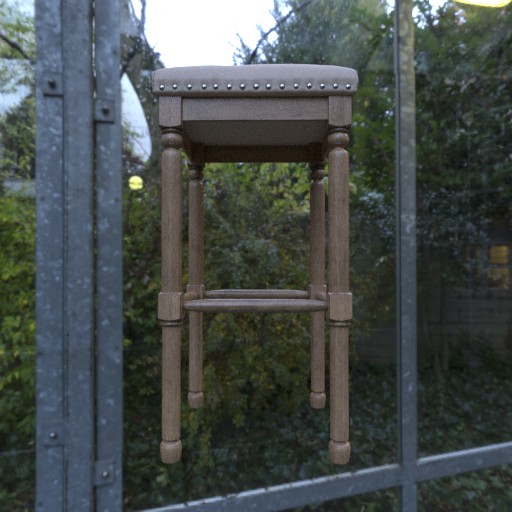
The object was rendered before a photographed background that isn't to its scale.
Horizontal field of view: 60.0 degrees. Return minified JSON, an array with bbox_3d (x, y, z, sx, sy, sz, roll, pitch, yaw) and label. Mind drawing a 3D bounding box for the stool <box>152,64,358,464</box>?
[{"bbox_3d":[0.000,0.000,0.991,0.382,0.768,0.383,0,-1,1],"label":"stool"}]
